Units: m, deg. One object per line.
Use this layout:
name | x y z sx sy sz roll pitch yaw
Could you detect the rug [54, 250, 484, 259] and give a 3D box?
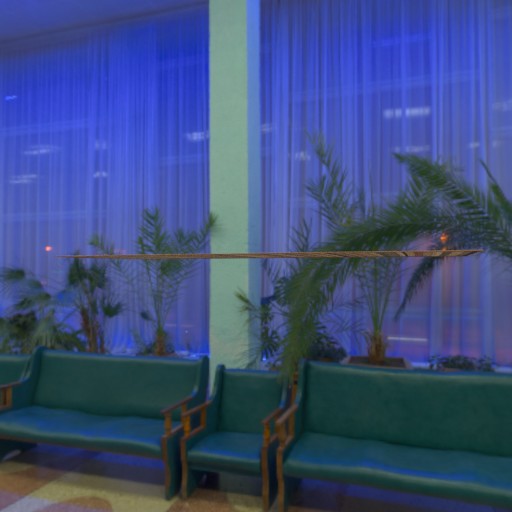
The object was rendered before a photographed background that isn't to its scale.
rug | 0.000 0.000 2.742 2.444 0.010 0.799 -1 -2 20
